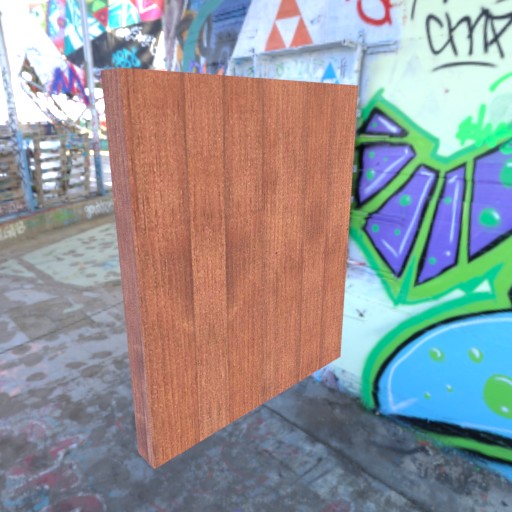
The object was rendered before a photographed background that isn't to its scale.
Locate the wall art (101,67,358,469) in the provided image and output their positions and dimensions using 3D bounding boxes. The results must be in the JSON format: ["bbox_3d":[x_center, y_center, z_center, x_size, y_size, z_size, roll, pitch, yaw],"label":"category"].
[{"bbox_3d":[0.000,0.000,0.606,0.377,0.449,0.039,-16,24,-41],"label":"wall art"}]
